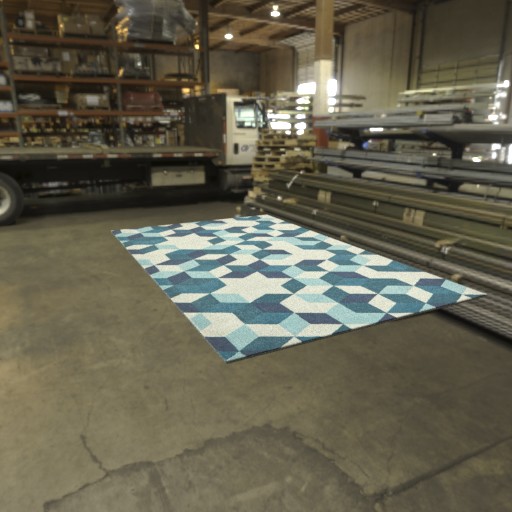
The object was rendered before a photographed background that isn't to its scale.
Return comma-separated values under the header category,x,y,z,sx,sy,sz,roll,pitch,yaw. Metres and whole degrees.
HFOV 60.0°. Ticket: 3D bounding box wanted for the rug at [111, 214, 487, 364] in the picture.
category,x,y,z,sx,sy,sz,roll,pitch,yaw
rug,0.000,0.000,3.064,1.518,0.015,2.438,-8,19,-26
